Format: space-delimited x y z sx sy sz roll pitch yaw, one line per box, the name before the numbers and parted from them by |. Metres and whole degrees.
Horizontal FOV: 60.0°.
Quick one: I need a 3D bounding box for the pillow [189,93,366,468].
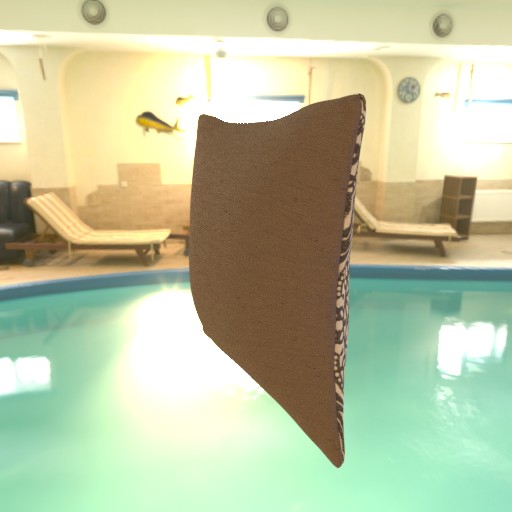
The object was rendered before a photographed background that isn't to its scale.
pillow | 0.000 0.000 0.650 0.148 0.417 0.436 -8 17 -27
